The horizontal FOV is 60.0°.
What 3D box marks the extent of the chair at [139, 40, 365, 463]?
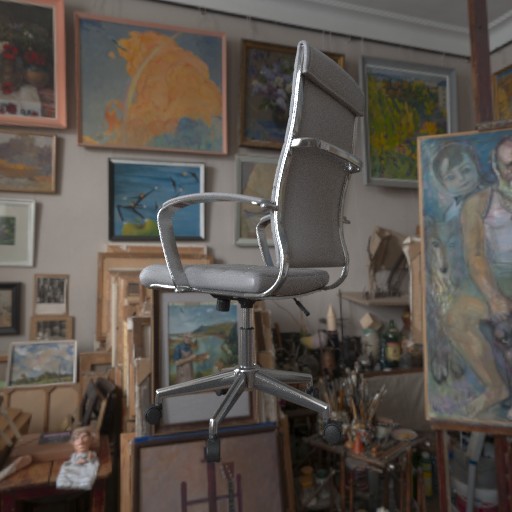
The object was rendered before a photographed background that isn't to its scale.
[{"bbox_3d":[0.000,0.000,1.526,0.667,1.149,0.679,-1,-1,34],"label":"chair"}]
